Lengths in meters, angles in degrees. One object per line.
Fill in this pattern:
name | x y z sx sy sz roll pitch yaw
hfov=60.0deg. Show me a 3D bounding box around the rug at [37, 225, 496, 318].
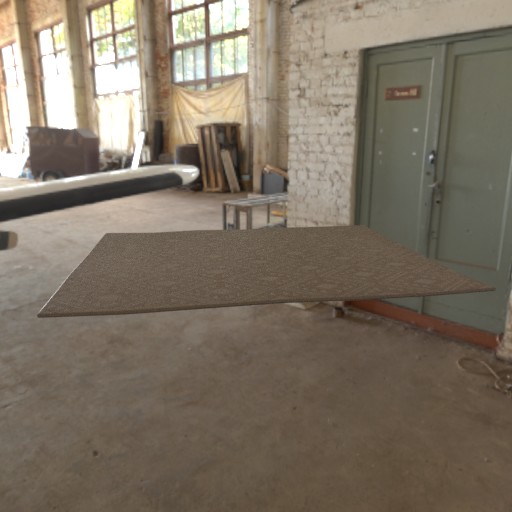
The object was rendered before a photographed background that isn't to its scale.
rug | 0.000 0.000 4.003 3.011 0.054 2.399 -2 15 -8
